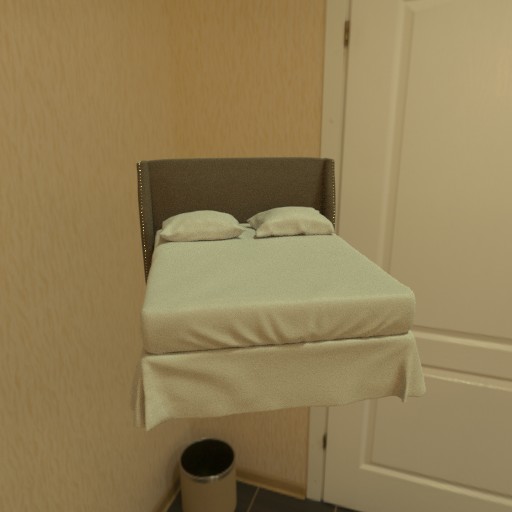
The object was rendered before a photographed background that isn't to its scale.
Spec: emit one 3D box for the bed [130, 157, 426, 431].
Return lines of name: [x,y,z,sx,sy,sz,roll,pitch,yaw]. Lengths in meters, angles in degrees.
bed: [0.000,0.000,3.484,1.925,1.332,2.276,-3,18,-9]
